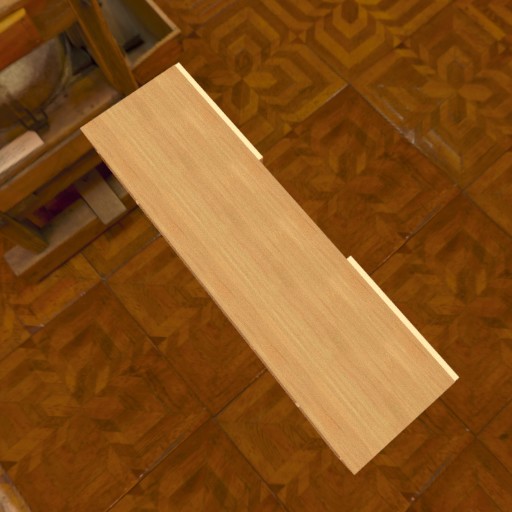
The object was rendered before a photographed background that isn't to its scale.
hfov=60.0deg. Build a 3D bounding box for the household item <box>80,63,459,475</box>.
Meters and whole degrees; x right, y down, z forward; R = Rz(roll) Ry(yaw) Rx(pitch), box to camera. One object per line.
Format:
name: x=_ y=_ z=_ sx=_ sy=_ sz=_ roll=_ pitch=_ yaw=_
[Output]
household item: x=0.000 y=0.000 z=1.566 sx=0.420 sy=0.310 sz=1.400 roll=-38 pitch=79 yaw=-9
